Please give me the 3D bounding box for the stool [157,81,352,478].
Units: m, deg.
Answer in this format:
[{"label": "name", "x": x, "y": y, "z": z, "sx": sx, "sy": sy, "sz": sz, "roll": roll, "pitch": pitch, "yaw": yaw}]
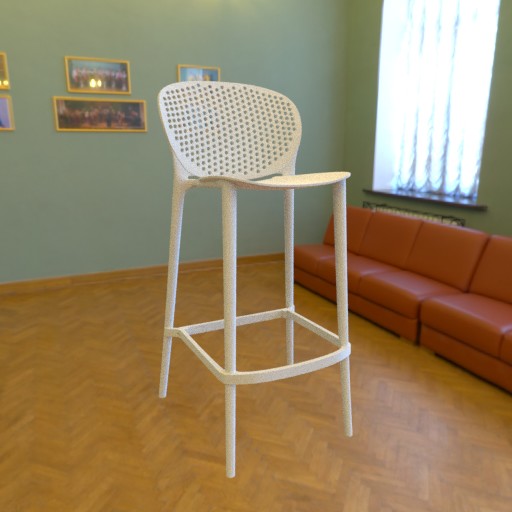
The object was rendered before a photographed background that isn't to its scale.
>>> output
[{"label": "stool", "x": 0.000, "y": 0.000, "z": 1.333, "sx": 0.536, "sy": 1.045, "sz": 0.535, "roll": -7, "pitch": 15, "yaw": -25}]
